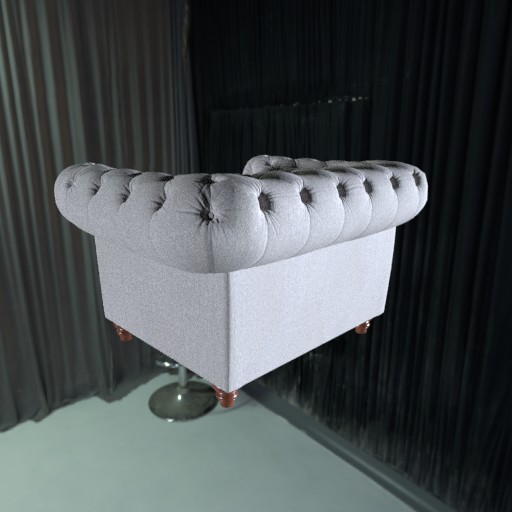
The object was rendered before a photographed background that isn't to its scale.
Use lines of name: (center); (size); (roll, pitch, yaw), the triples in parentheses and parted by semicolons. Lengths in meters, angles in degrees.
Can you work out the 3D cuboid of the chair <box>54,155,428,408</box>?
chair: (0.000, 0.000, 1.847); (1.270, 0.770, 0.976); (-15, 21, -42)
